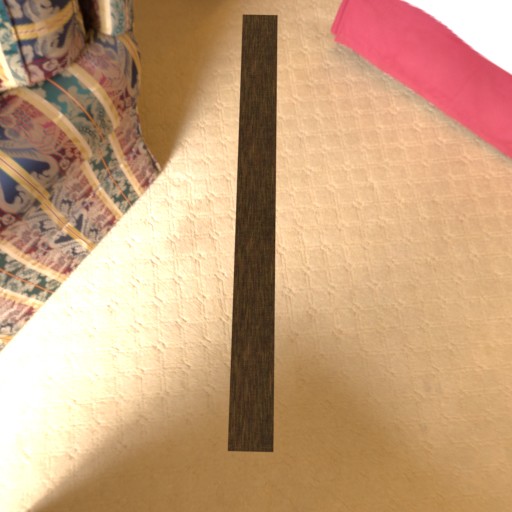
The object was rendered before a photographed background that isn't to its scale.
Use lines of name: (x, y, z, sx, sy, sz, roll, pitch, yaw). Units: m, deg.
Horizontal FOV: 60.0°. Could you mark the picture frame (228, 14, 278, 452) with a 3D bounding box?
picture frame: (0.000, 0.000, 0.525, 0.033, 0.330, 0.378, 1, 75, 0)
